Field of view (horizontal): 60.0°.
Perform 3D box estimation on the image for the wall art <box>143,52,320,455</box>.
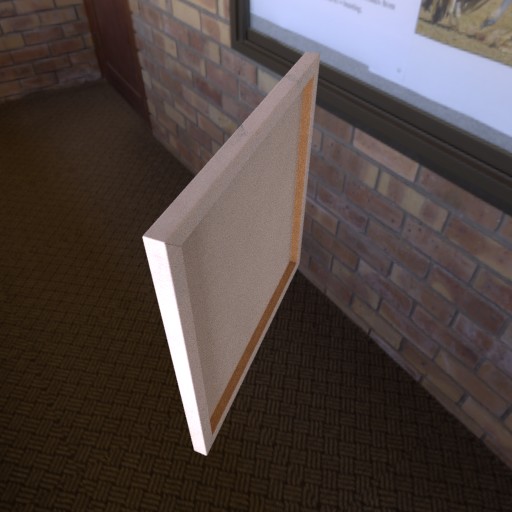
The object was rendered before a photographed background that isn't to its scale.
[{"bbox_3d":[0.000,0.000,1.146,0.038,0.762,0.762,16,47,16],"label":"wall art"}]
